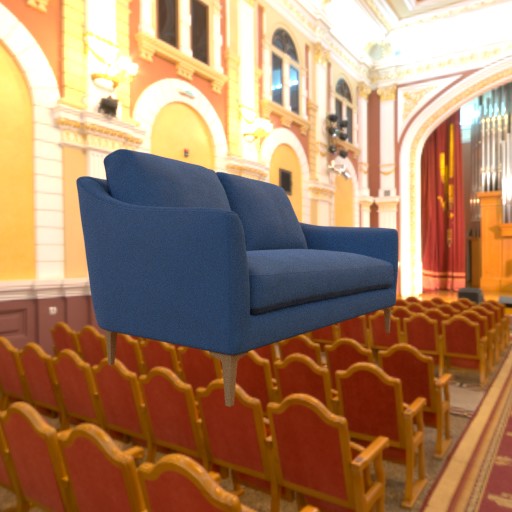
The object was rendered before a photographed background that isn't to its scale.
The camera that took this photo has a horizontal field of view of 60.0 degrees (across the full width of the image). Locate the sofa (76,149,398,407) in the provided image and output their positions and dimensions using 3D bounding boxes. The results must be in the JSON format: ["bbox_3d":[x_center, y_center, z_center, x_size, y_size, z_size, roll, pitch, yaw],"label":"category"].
[{"bbox_3d":[0.000,0.000,2.205,0.960,0.902,1.619,0,0,35],"label":"sofa"}]
